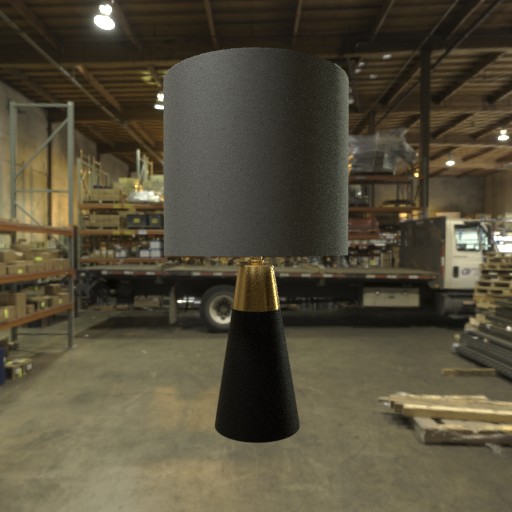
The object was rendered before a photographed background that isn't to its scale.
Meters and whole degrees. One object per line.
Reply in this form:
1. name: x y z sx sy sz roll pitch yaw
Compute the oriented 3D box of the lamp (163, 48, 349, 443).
1. lamp: 0.000 0.000 0.758 0.308 0.580 0.308 0 1 -1
